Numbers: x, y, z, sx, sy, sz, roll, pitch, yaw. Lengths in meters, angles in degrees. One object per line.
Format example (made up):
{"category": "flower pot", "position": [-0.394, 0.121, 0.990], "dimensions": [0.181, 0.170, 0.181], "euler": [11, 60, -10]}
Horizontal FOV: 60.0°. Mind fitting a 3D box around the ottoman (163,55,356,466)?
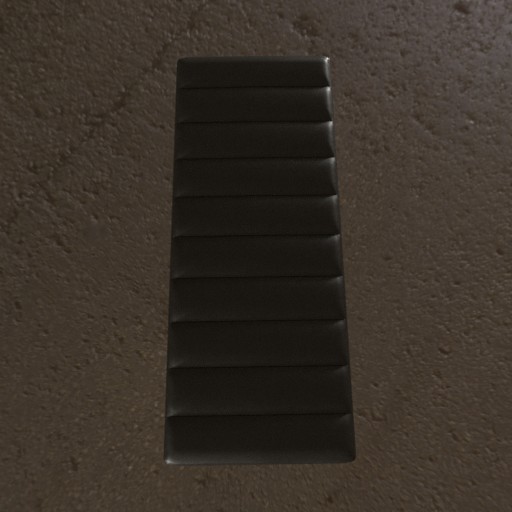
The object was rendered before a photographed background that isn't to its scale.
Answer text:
{"category": "ottoman", "position": [0.000, 0.000, 1.399], "dimensions": [0.482, 0.469, 1.151], "euler": [-1, 76, 0]}
